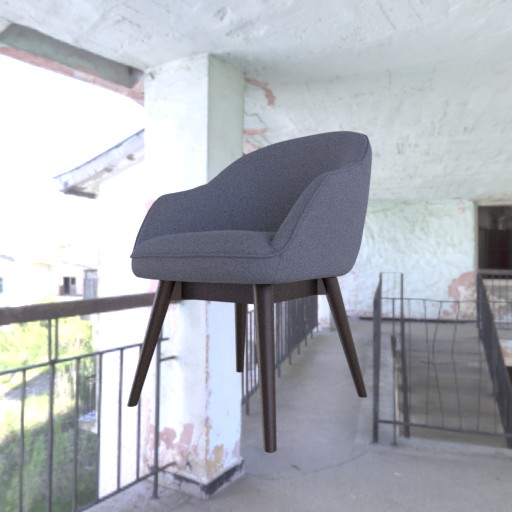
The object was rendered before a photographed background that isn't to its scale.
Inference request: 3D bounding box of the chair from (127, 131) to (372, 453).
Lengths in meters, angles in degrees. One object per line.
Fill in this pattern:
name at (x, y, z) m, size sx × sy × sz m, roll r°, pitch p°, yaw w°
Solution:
chair at (0.000, 0.000, 1.261) m, size 0.589 × 0.810 × 0.611 m, roll 0°, pitch -1°, yaw 38°
